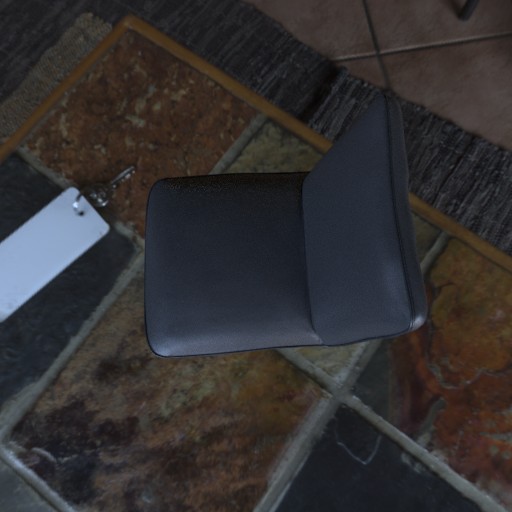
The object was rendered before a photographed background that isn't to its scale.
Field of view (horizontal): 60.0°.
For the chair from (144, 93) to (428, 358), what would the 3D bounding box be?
[{"bbox_3d":[0.000,0.000,1.220,0.645,0.801,0.543,-7,77,-2],"label":"chair"}]
